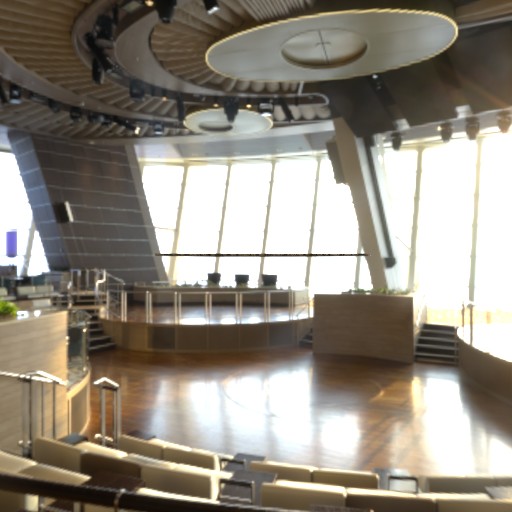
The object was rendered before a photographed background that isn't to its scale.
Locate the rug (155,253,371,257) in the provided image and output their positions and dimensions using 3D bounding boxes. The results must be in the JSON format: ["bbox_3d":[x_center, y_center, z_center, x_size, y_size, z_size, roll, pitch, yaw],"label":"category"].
[{"bbox_3d":[0.000,0.000,2.516,0.686,0.008,2.286,0,0,-1],"label":"rug"}]
